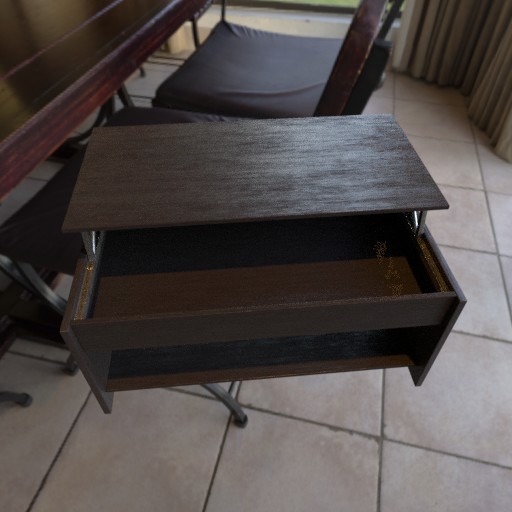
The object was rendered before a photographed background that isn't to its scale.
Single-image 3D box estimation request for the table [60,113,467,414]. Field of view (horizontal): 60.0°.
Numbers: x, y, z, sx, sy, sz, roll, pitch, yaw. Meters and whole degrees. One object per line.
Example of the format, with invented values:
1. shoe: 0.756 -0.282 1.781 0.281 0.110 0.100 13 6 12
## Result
1. table: 0.000 0.000 1.435 1.000 0.570 0.712 -4 46 -4
